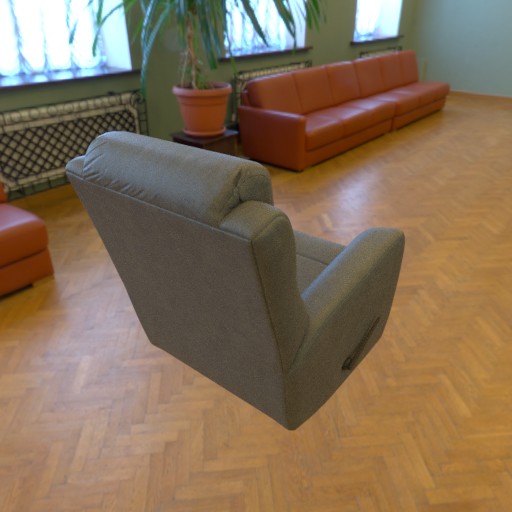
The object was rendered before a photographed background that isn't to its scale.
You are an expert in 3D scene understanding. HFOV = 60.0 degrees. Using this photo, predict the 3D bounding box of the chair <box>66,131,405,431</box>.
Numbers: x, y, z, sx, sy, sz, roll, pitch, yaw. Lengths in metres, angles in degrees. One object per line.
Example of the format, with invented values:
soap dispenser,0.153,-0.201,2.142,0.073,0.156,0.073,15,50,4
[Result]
chair,0.000,0.000,1.867,0.967,1.116,1.068,21,36,33
